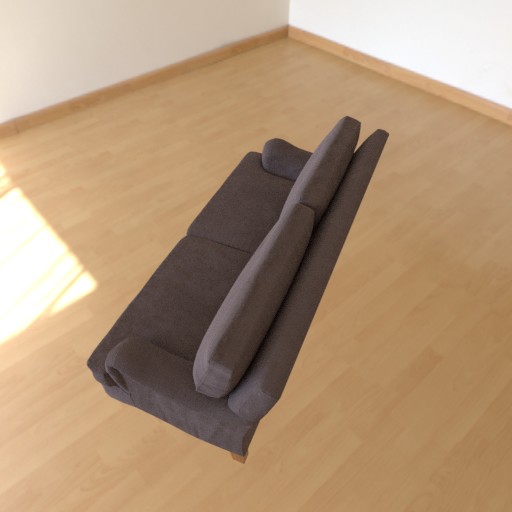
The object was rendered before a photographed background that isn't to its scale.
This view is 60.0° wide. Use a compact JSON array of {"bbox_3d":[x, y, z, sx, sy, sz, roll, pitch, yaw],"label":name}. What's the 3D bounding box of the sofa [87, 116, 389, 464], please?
[{"bbox_3d":[0.000,0.000,2.823,1.086,1.087,2.165,17,49,16],"label":"sofa"}]
